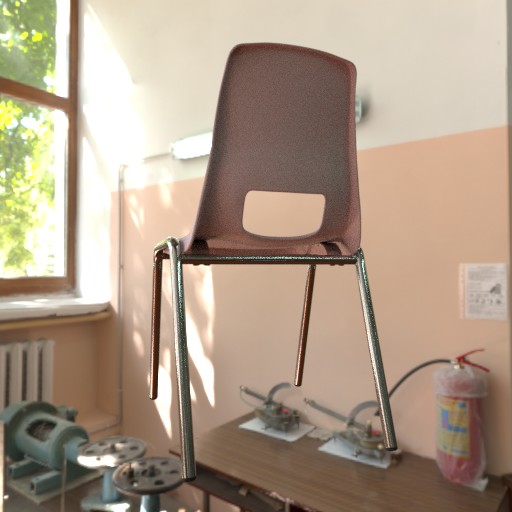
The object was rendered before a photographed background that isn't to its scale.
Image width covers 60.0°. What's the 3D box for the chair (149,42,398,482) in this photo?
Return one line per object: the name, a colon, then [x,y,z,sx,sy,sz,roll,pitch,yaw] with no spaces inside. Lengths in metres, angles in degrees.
chair: [0.000,0.000,0.886,0.381,0.653,0.436,0,-1,-18]
